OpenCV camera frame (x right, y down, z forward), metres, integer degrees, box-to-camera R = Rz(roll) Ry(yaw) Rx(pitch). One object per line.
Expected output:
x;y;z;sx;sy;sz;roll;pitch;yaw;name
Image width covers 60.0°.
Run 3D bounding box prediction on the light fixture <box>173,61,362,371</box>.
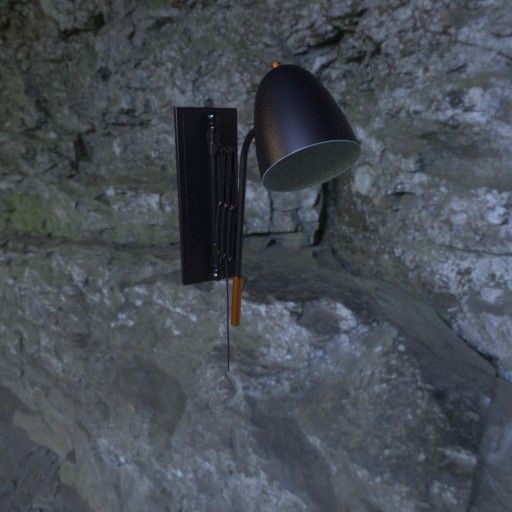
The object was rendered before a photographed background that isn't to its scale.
0.000;0.000;0.905;0.162;0.715;0.499;-9;18;-27;light fixture
